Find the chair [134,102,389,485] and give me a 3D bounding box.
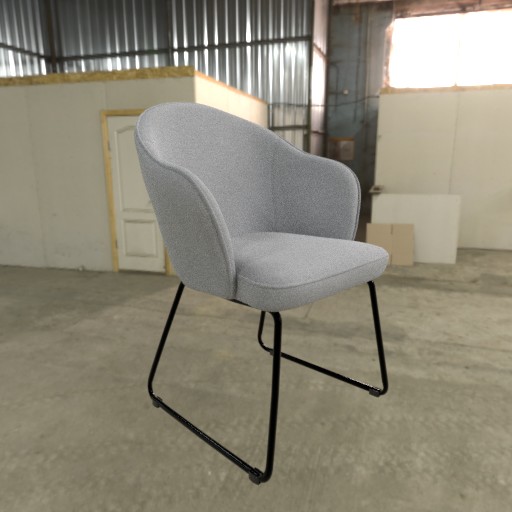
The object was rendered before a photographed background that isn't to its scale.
[{"bbox_3d":[0.000,0.000,1.184,0.592,0.817,0.570,13,19,43],"label":"chair"}]
